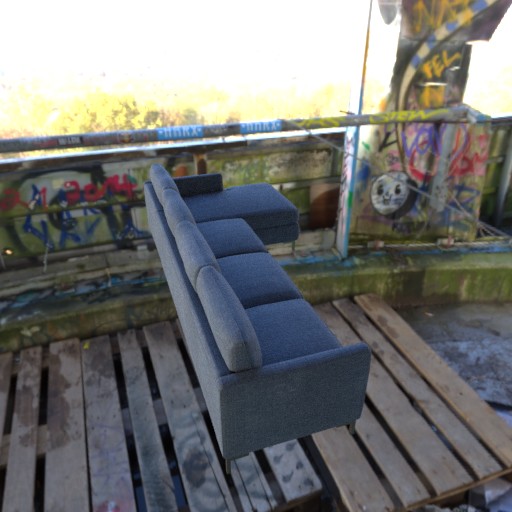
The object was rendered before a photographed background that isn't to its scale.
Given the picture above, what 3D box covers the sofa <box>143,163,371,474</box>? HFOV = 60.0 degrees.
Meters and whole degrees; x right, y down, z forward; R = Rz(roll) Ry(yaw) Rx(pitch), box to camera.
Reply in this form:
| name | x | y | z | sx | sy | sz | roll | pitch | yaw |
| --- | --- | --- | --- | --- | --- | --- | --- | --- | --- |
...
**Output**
| name | x | y | z | sx | sy | sz | roll | pitch | yaw |
| --- | --- | --- | --- | --- | --- | --- | --- | --- | --- |
| sofa | 0.000 | 0.000 | 3.435 | 1.350 | 0.810 | 2.932 | -10 | 31 | -17 |
